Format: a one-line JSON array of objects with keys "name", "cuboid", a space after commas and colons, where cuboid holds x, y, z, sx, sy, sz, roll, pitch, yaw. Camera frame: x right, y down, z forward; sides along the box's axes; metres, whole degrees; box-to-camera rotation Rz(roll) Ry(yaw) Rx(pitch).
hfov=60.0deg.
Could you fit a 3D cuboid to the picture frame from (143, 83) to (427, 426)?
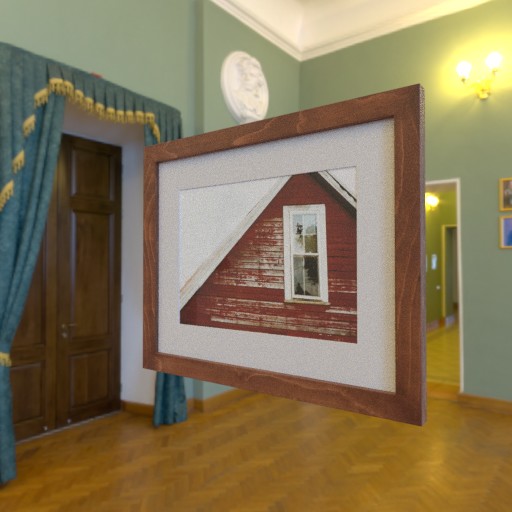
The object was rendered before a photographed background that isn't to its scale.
[{"name": "picture frame", "cuboid": [0.000, 0.000, 0.764, 0.559, 0.457, 0.025, -1, -1, 36]}]
